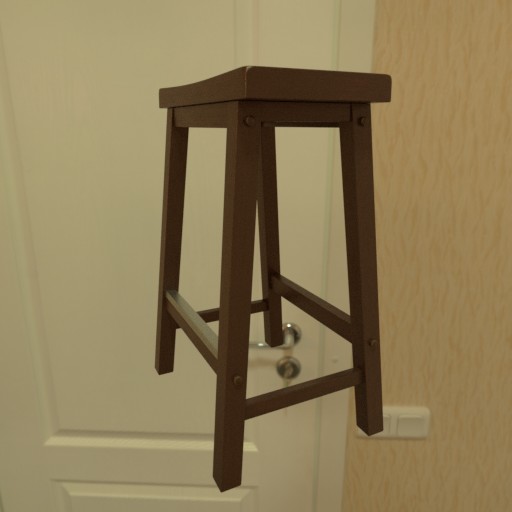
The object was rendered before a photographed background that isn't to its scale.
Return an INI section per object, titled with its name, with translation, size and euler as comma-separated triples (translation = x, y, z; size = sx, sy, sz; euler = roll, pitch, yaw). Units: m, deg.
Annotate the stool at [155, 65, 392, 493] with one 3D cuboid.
[stool]
translation = 0.000, 0.000, 0.834
size = 0.322, 0.610, 0.406
euler = -8, 18, -25
